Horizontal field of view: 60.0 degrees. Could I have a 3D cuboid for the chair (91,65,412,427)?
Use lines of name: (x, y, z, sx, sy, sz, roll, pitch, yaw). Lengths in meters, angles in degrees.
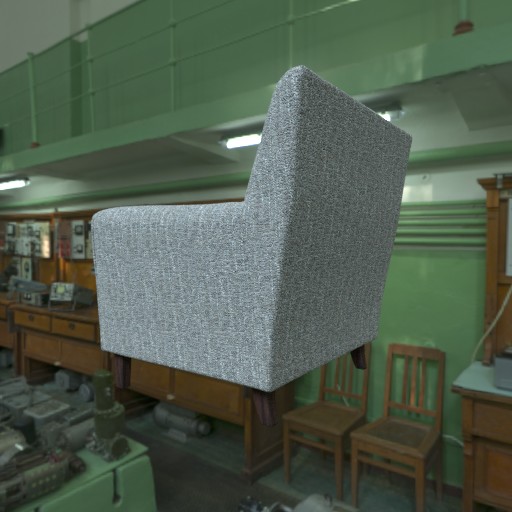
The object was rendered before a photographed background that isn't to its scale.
chair: (0.000, 0.000, 1.622, 0.873, 0.928, 0.864, 2, 3, 36)
